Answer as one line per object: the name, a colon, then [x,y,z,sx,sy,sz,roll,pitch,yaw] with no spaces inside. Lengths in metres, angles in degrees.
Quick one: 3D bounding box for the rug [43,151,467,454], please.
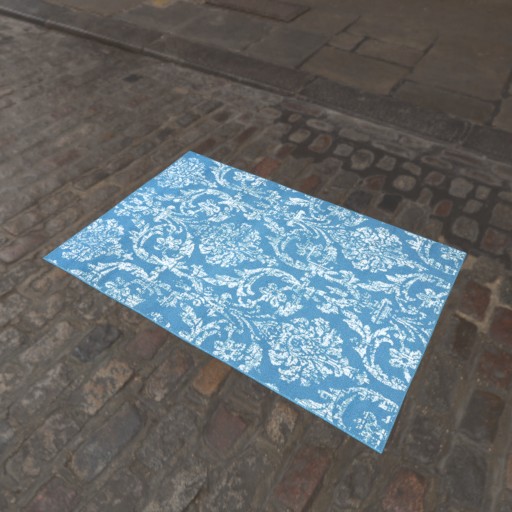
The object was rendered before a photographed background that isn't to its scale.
rug: [0.000,0.000,2.294,1.833,0.012,1.211,24,50,22]
